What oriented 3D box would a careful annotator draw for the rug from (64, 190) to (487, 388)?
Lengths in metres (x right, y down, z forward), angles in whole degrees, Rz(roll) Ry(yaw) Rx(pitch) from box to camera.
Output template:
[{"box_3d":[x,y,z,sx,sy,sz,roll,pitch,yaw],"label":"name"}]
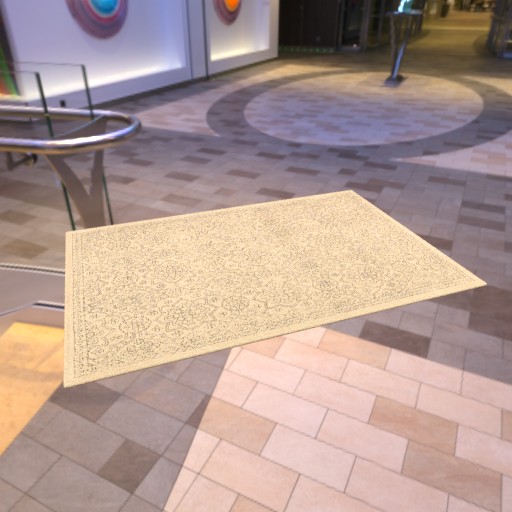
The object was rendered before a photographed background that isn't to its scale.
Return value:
[{"box_3d":[0.000,0.000,2.263,1.829,0.010,1.219,-10,32,-17],"label":"rug"}]
